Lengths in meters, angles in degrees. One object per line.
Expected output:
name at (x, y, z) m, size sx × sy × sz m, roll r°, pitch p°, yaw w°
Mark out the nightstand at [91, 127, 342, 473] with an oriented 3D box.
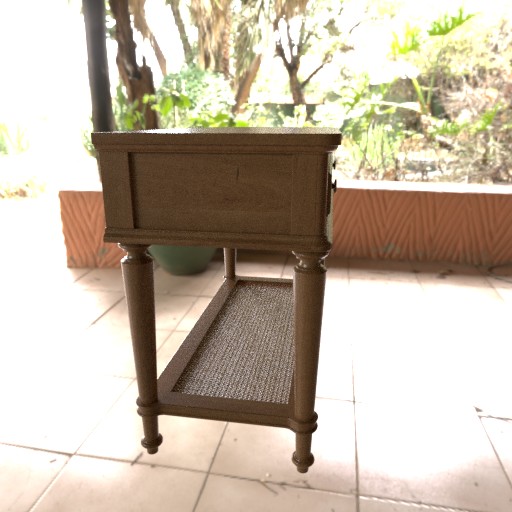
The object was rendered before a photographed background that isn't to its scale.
nightstand at (0.000, 0.000, 1.271) m, size 0.432 × 0.700 × 0.914 m, roll 3°, pitch 17°, yaw 9°
